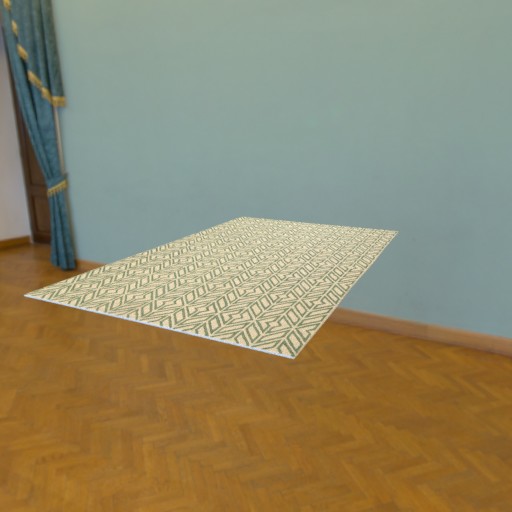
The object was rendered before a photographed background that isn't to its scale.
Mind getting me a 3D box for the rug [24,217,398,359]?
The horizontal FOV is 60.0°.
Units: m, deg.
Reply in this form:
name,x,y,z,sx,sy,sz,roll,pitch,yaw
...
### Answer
name,x,y,z,sx,sy,sz,roll,pitch,yaw
rug,0.000,0.000,3.051,1.517,0.011,2.435,8,17,25
